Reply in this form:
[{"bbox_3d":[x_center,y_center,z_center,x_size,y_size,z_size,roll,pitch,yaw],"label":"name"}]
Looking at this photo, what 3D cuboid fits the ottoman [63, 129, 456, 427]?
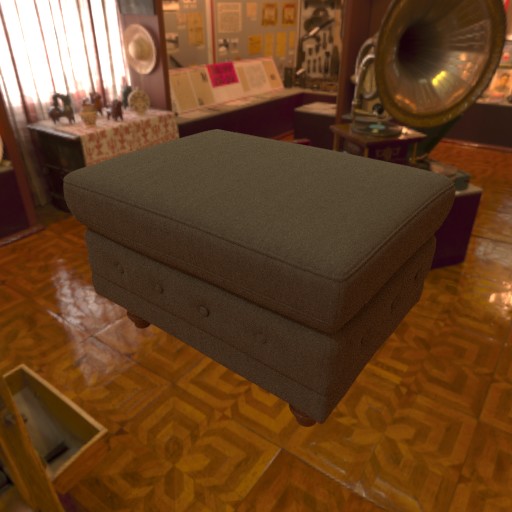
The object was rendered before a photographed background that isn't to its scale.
[{"bbox_3d":[0.000,0.000,1.148,0.771,0.500,0.569,21,36,32],"label":"ottoman"}]
